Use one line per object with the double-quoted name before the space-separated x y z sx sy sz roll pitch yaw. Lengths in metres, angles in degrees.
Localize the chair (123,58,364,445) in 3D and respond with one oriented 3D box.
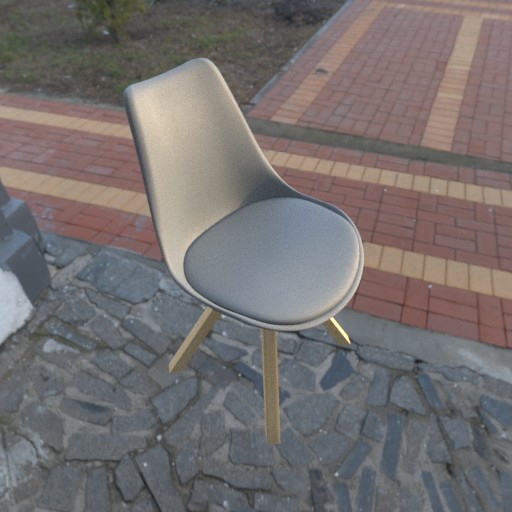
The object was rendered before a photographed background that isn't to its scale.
"chair" 0.000 0.000 1.171 0.549 0.850 0.485 27 49 26
